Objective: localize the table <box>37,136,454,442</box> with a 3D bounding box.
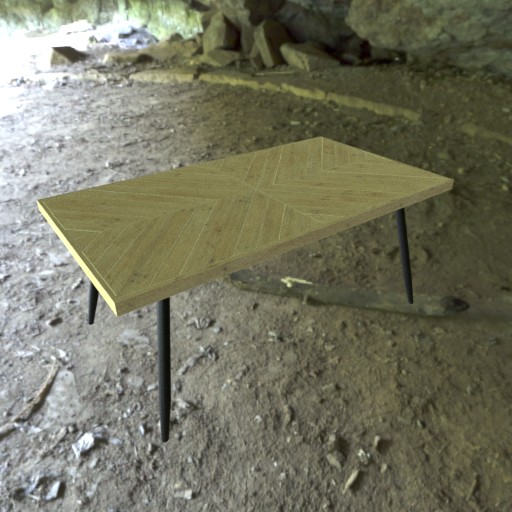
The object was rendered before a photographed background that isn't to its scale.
[{"bbox_3d":[0.000,0.000,2.368,1.803,0.762,0.991,-20,36,-30],"label":"table"}]
